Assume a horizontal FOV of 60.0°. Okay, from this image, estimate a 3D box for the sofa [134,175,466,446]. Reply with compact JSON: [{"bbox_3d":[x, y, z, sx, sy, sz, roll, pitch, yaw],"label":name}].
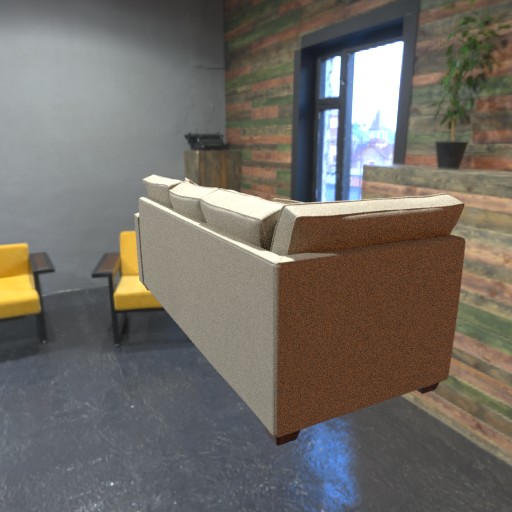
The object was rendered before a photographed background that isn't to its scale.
[{"bbox_3d":[0.000,0.000,2.836,1.053,0.948,2.323,-7,16,-26],"label":"sofa"}]
